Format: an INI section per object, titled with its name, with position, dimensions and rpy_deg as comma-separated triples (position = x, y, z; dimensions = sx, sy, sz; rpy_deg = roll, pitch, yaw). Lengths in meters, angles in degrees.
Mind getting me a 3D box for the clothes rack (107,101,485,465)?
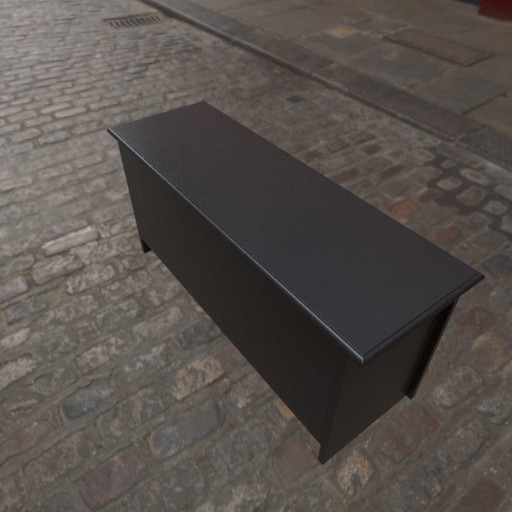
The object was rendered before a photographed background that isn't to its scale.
[clothes rack]
position = 0.000, 0.000, 1.470
dimensions = 0.406, 0.556, 1.219
rpy_deg = -27, 48, -26
